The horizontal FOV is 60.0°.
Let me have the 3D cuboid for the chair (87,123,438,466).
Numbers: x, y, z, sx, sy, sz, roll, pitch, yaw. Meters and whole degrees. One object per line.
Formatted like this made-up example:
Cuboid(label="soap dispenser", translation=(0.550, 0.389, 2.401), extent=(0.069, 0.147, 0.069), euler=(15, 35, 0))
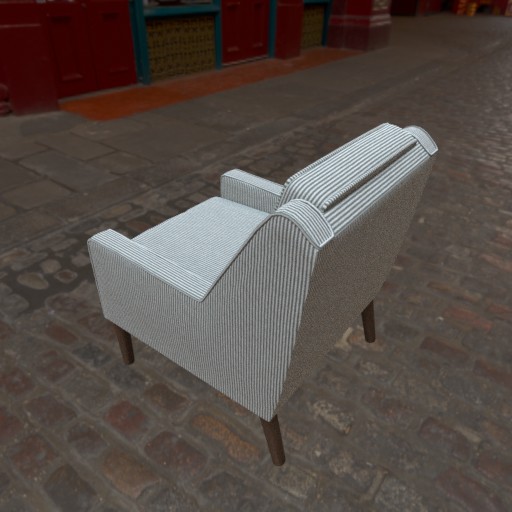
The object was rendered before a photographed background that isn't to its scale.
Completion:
Cuboid(label="chair", translation=(0.000, 0.000, 1.324), extent=(0.743, 0.792, 0.663), euler=(22, 39, 30))
